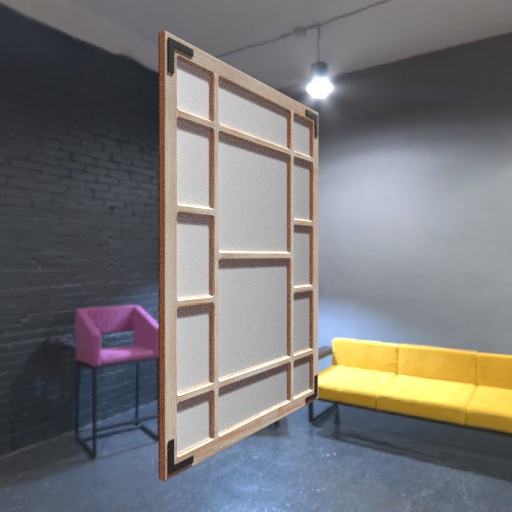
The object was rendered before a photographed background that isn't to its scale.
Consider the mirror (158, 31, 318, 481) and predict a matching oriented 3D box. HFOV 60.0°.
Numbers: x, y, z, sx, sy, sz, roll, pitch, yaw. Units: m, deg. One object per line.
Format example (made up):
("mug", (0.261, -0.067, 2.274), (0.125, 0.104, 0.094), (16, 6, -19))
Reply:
("mirror", (0.000, 0.000, 1.267), (0.025, 0.996, 0.705), (0, 0, 37))
